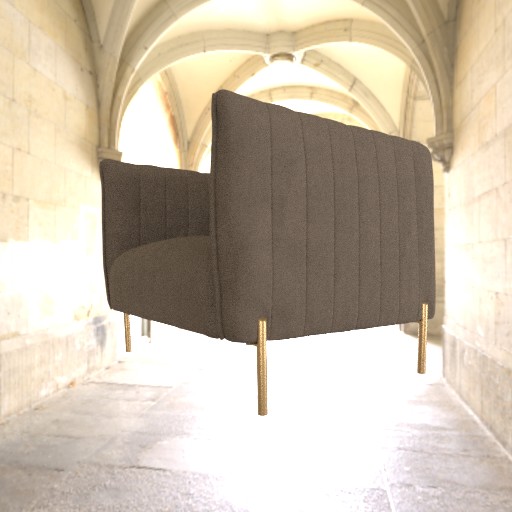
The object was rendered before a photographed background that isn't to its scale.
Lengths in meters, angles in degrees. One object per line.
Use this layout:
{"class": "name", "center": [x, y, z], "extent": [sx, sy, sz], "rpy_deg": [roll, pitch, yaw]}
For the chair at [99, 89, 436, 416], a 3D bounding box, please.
{"class": "chair", "center": [0.000, 0.000, 1.621], "extent": [0.873, 0.779, 0.981], "rpy_deg": [0, -1, -36]}
